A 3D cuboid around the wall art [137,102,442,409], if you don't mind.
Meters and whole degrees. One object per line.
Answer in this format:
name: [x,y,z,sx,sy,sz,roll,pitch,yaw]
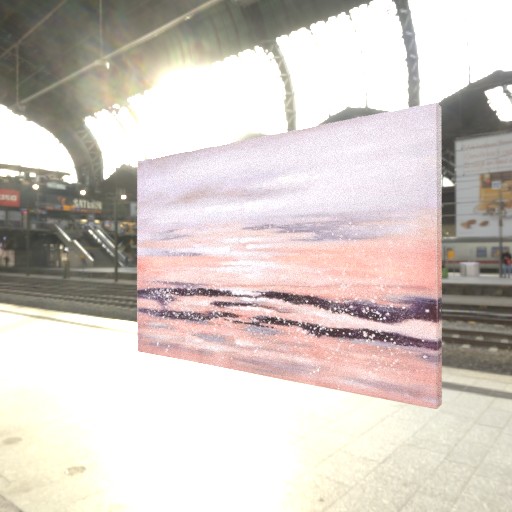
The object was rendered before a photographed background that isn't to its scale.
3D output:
wall art: [0.000,0.000,1.159,0.913,0.609,0.038,0,0,36]
